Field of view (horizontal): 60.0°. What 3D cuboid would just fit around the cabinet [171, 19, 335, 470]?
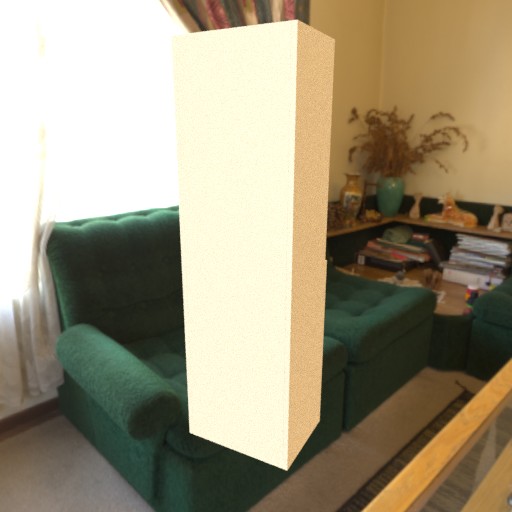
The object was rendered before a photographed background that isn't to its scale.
[{"bbox_3d":[0.000,0.000,1.504,0.400,1.350,0.300,8,18,27],"label":"cabinet"}]
